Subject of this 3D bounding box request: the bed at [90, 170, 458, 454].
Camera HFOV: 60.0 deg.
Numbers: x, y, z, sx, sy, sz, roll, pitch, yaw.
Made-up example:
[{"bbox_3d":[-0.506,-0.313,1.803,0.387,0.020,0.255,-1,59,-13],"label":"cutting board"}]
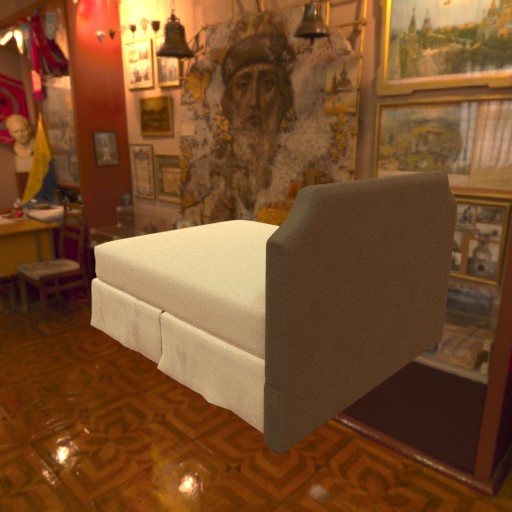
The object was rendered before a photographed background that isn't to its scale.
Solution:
[{"bbox_3d":[0.000,0.000,3.310,1.831,1.297,2.181,-14,21,-43],"label":"bed"}]
